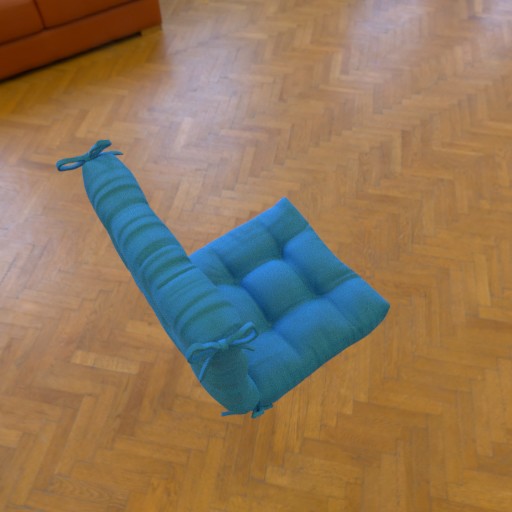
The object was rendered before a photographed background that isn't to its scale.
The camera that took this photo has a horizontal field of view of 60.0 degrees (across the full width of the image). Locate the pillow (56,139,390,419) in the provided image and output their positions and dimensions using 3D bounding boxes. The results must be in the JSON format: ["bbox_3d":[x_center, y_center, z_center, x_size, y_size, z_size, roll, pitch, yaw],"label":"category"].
[{"bbox_3d":[0.000,0.000,1.026,0.571,0.605,0.519,-31,62,-18],"label":"pillow"}]
